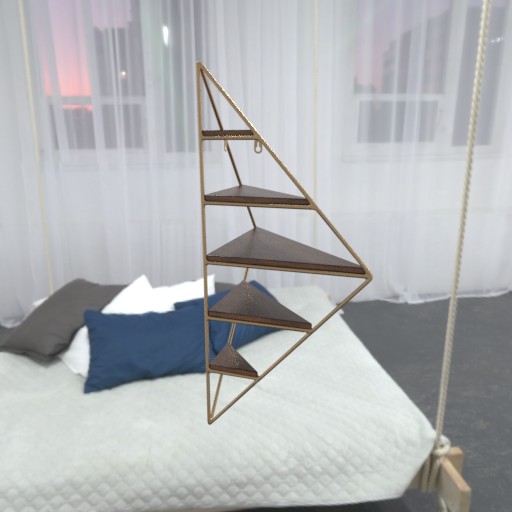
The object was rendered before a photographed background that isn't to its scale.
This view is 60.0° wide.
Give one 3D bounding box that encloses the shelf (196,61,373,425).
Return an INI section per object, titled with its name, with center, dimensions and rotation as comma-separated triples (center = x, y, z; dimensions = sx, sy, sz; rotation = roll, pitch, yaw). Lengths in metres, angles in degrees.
[shelf]
center = 0.000, 0.000, 1.149
dimensions = 0.294, 0.913, 0.564
rotation = -7, 17, -26
